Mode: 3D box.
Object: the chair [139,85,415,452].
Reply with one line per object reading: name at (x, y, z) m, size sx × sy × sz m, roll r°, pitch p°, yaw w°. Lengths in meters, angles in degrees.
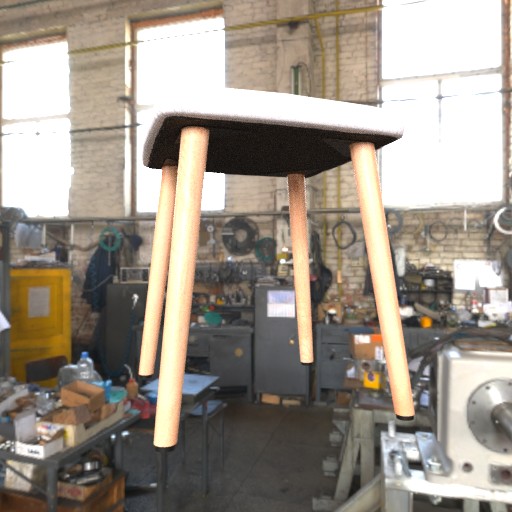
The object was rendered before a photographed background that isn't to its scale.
chair at (0.000, 0.000, 0.703) m, size 0.350 × 0.440 × 0.350 m, roll 0°, pitch 0°, yaw -18°
